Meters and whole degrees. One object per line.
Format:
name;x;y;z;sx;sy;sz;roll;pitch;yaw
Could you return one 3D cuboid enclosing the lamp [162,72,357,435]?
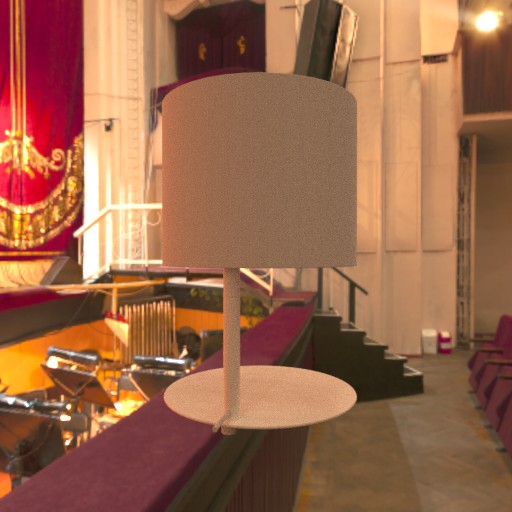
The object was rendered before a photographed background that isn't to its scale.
lamp;0.000;0.000;0.679;0.299;0.454;0.341;0;1;18
